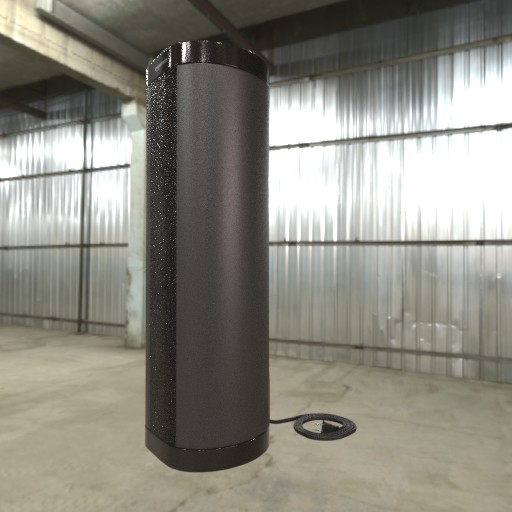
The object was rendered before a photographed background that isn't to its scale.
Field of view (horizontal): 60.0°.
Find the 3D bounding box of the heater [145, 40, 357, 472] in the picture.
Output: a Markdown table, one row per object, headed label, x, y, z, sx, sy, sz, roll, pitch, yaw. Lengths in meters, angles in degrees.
| label | x | y | z | sx | sy | sz | roll | pitch | yaw |
| --- | --- | --- | --- | --- | --- | --- | --- | --- | --- |
| heater | 0.000 | 0.000 | 0.685 | 0.312 | 0.552 | 0.174 | 1 | -1 | -34 |
